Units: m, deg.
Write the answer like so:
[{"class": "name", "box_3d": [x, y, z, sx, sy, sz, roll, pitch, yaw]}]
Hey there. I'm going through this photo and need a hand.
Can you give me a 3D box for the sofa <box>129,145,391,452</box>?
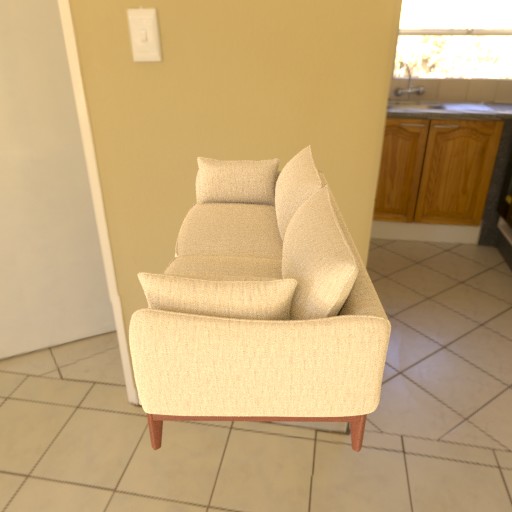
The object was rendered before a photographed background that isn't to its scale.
[{"class": "sofa", "box_3d": [0.000, 0.000, 2.505, 0.991, 0.860, 1.989, 0, 27, 1]}]
